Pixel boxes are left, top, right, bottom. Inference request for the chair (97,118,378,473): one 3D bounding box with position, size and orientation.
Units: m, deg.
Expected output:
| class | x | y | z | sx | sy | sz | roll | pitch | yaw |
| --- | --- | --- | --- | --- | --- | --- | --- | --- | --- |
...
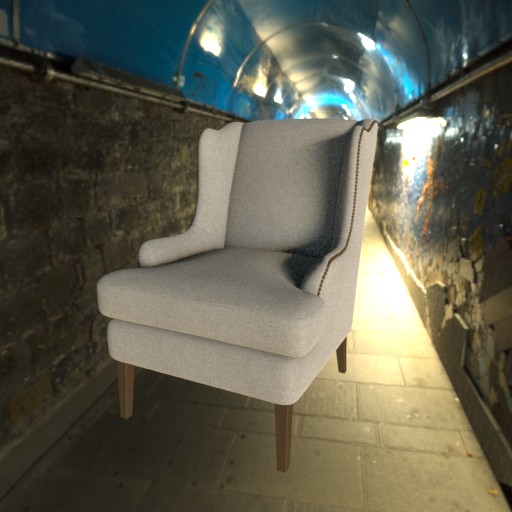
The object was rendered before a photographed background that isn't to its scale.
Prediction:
| class | x | y | z | sx | sy | sz | roll | pitch | yaw |
| --- | --- | --- | --- | --- | --- | --- | --- | --- | --- |
| chair | 0.000 | 0.000 | 1.672 | 0.737 | 1.029 | 0.940 | 7 | 16 | 25 |
